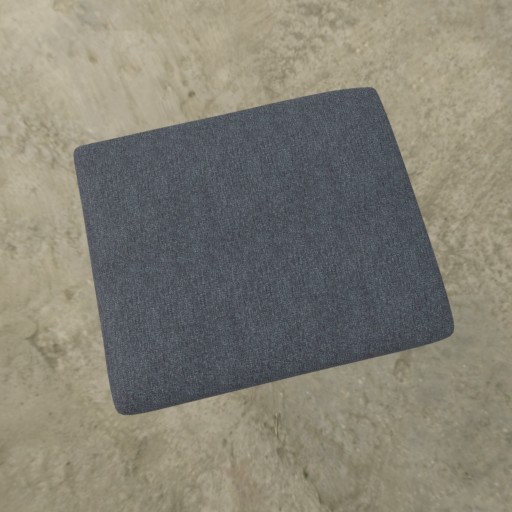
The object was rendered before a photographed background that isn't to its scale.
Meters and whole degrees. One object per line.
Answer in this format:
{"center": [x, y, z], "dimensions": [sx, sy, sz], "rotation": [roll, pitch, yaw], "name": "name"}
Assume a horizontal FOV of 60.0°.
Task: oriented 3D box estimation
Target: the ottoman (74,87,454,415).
{"center": [0.000, 0.000, 1.291], "dimensions": [0.831, 0.533, 0.695], "rotation": [-13, 77, -3], "name": "ottoman"}
